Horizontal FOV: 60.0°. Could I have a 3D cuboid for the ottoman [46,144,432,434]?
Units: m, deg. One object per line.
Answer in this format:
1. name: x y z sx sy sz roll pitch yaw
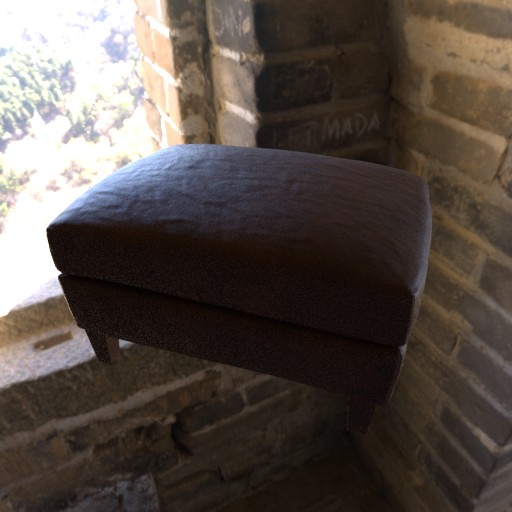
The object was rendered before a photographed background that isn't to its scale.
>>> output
1. ottoman: 0.000 0.000 1.265 0.887 0.527 0.659 10 33 16
